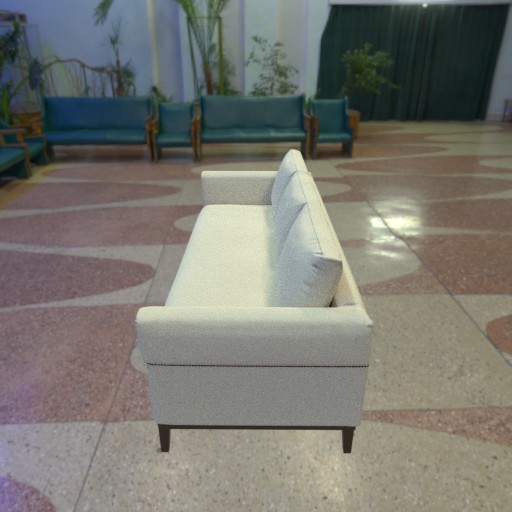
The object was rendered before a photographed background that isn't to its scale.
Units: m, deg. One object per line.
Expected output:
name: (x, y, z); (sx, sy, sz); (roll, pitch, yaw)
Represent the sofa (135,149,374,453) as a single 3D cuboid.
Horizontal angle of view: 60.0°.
sofa: (0.000, 0.000, 2.714); (0.902, 0.911, 2.198); (0, 25, 0)
